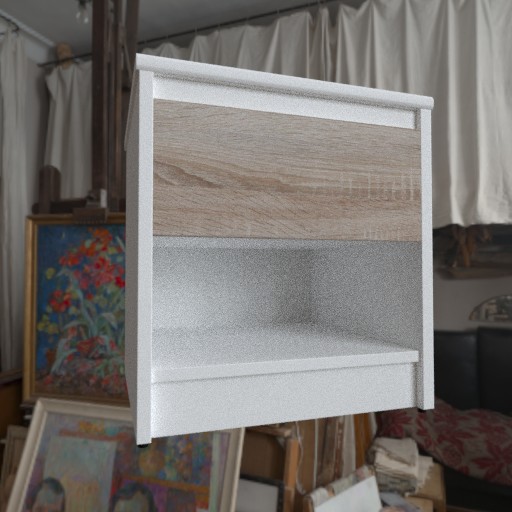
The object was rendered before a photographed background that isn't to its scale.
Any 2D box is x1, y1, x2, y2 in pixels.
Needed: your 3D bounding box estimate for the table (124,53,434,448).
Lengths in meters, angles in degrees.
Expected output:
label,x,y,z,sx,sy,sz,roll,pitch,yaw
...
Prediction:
label,x,y,z,sx,sy,sz,roll,pitch,yaw
table,0.000,0.000,0.754,0.420,0.460,0.380,1,-2,-18
